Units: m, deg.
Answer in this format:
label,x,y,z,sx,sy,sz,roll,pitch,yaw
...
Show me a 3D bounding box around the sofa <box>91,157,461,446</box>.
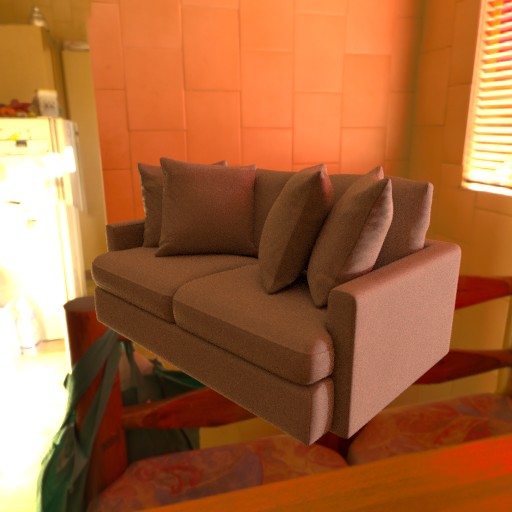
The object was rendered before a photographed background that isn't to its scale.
label,x,y,z,sx,sy,sz,roll,pitch,yaw
sofa,0.000,0.000,2.554,1.869,1.080,1.228,15,21,42
